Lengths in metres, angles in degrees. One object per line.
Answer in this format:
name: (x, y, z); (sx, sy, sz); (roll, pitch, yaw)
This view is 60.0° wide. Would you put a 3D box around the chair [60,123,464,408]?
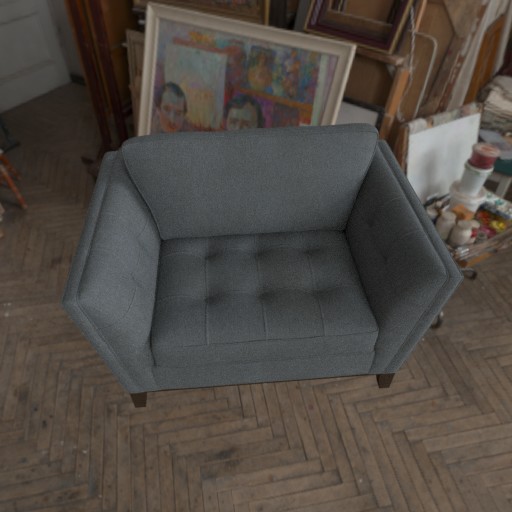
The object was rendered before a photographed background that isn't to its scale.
chair: (0.000, 0.000, 2.067); (1.396, 0.942, 0.965); (-3, 45, -3)
